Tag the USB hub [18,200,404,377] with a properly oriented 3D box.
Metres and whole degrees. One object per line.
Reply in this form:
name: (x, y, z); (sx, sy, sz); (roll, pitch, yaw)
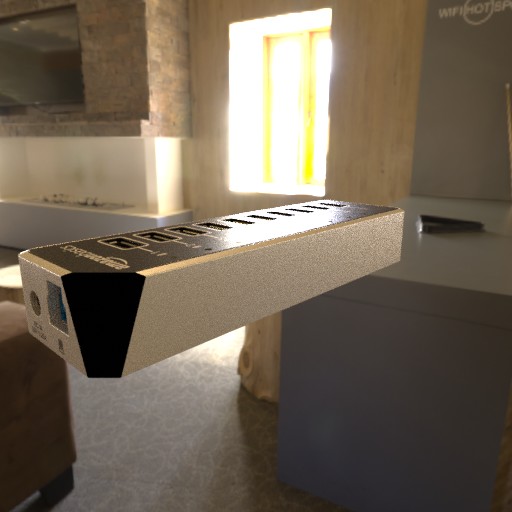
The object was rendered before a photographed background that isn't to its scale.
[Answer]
USB hub: (0.000, 0.000, 0.159); (0.044, 0.023, 0.145); (14, 20, 42)
